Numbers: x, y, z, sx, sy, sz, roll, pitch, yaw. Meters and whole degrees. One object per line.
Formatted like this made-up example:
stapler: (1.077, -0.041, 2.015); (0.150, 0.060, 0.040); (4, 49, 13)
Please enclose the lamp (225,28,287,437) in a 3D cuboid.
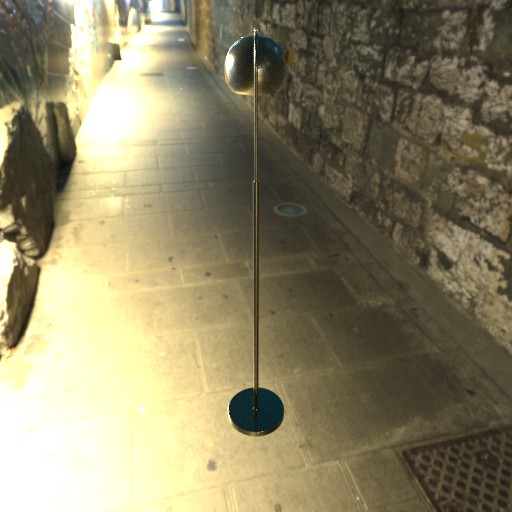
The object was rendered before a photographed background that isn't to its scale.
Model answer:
lamp: (0.000, 0.000, 1.681); (0.250, 1.526, 0.431); (0, 30, 0)
